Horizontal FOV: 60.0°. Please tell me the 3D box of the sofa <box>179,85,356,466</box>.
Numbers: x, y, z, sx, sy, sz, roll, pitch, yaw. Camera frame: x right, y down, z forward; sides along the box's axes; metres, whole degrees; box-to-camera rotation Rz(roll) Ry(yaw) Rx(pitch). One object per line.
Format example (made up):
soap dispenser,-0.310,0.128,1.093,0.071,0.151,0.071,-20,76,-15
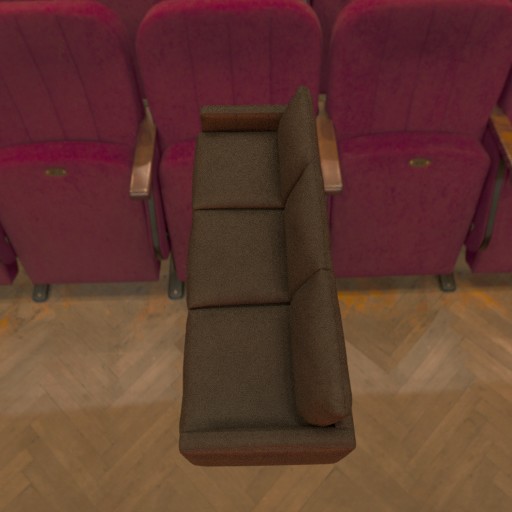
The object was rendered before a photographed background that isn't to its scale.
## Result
sofa,0.000,0.000,2.391,0.748,0.805,2.029,-1,59,-1
